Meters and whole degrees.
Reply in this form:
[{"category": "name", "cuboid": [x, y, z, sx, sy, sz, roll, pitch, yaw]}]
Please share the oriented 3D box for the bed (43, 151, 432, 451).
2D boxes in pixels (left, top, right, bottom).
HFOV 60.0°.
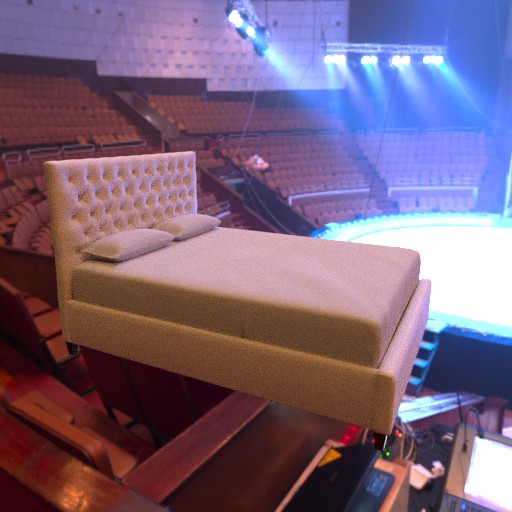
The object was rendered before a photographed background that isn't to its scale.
[{"category": "bed", "cuboid": [0.000, 0.000, 3.336, 2.387, 1.427, 1.698, 8, 18, 26]}]
